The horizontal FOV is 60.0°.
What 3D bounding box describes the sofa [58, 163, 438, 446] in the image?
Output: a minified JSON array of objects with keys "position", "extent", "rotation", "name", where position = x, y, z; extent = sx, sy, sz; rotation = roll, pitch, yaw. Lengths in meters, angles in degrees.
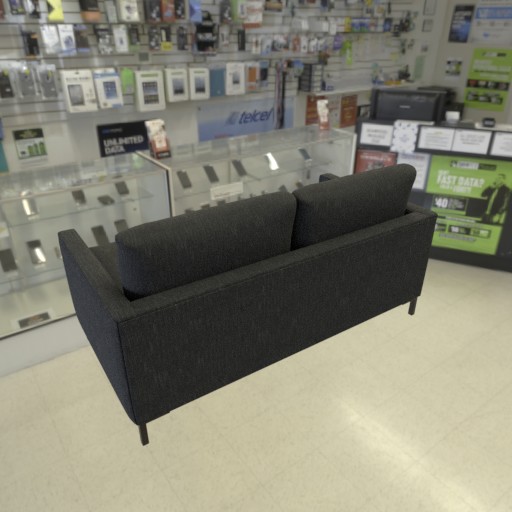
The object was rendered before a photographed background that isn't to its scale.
[{"position":[0.000,0.000,2.263],"extent":[1.716,0.862,0.866],"rotation":[-17,32,-29],"name":"sofa"}]
